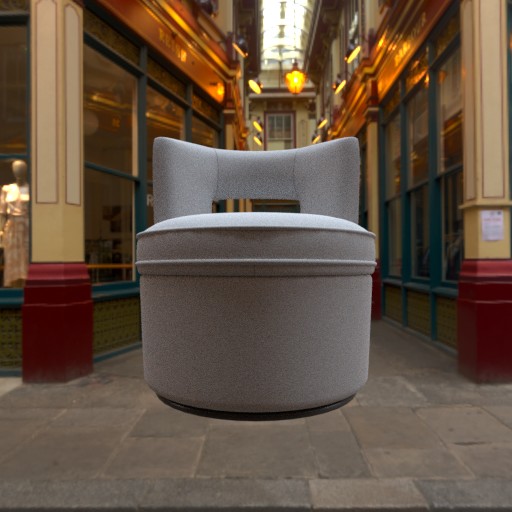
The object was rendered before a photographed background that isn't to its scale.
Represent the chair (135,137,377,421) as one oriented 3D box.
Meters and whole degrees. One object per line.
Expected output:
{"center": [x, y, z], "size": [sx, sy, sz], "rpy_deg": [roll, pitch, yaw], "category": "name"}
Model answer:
{"center": [0.000, 0.000, 1.237], "size": [0.650, 0.723, 0.665], "rpy_deg": [0, 0, 0], "category": "chair"}
